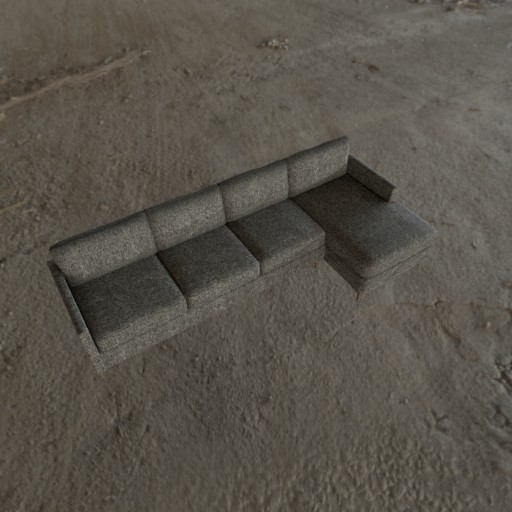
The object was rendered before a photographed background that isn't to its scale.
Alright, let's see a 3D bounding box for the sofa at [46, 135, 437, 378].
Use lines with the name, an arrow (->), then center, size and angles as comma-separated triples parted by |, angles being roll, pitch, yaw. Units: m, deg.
sofa -> 0.000, 0.000, 4.215 | 3.384, 0.970, 1.488 | -25, 51, -22
